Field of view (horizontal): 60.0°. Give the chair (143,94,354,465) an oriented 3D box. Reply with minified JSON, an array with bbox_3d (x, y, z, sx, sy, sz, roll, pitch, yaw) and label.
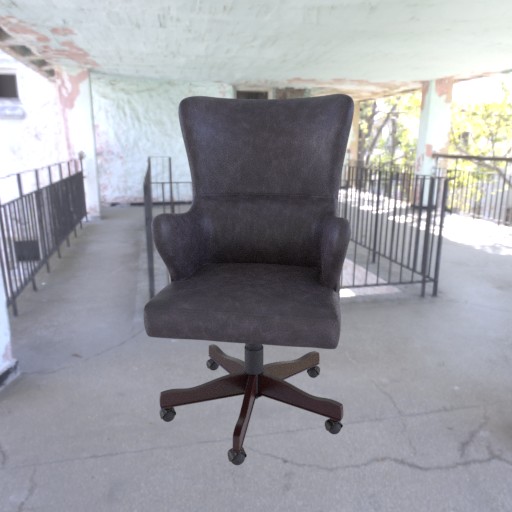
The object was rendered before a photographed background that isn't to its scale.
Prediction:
[{"bbox_3d":[0.000,0.000,1.435,0.594,1.037,0.717,2,14,8],"label":"chair"}]
